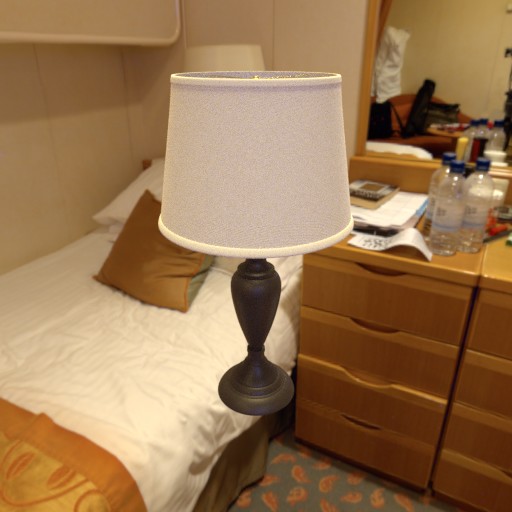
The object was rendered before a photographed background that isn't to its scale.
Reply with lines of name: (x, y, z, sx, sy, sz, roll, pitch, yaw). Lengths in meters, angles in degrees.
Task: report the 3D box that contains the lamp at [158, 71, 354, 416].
lamp: (0.000, 0.000, 0.805, 0.335, 0.611, 0.335, 0, 25, 0)
